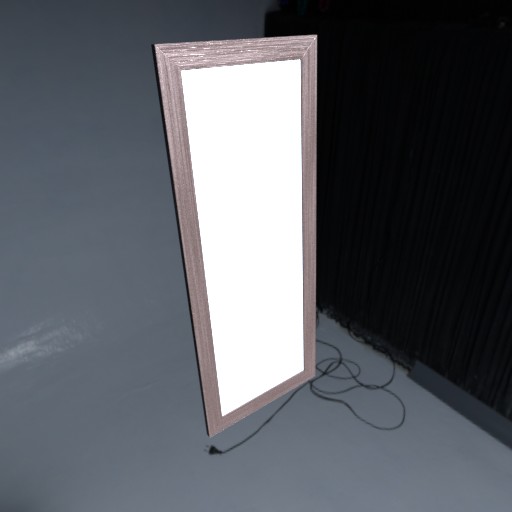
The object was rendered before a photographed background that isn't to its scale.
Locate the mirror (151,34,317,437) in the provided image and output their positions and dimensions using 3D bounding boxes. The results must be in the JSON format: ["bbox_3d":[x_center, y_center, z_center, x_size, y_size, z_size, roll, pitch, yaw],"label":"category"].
[{"bbox_3d":[0.000,0.000,2.300,0.812,2.020,0.221,-20,36,-30],"label":"mirror"}]
